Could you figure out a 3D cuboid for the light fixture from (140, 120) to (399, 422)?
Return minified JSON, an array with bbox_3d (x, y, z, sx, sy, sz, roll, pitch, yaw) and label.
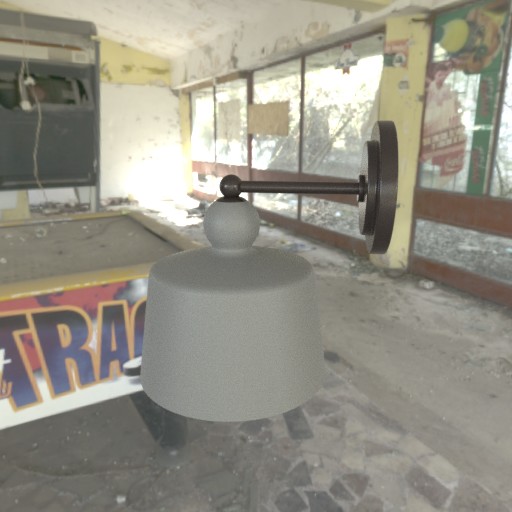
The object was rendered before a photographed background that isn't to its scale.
[{"bbox_3d":[0.000,0.000,0.461,0.254,0.268,0.204,2,15,8],"label":"light fixture"}]
